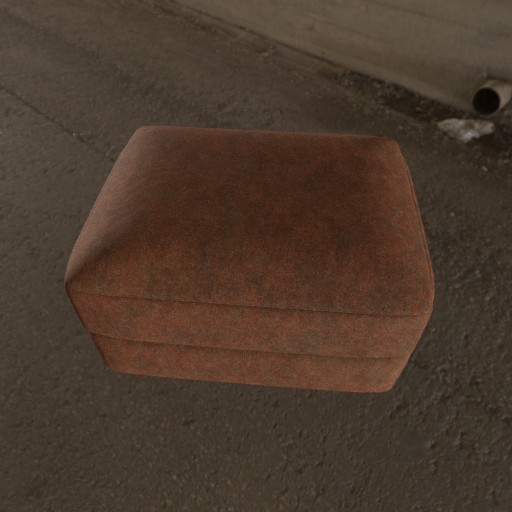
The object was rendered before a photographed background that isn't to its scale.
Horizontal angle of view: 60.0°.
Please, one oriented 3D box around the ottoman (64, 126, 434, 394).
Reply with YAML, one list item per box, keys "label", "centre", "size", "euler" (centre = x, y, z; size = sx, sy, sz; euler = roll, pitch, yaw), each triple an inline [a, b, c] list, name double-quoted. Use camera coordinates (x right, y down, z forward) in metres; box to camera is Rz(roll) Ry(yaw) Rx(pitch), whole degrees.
- label: "ottoman"
  centre: [0.000, 0.000, 1.180]
  size: [0.787, 0.508, 0.635]
  euler: [4, 48, 3]
